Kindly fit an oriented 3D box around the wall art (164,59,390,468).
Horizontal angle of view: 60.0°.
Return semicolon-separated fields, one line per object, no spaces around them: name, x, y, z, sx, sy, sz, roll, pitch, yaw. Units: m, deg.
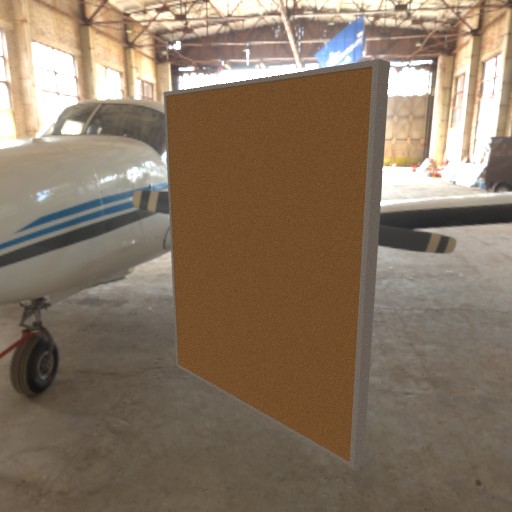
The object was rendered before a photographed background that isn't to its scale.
wall art;0.000;0.000;1.029;0.611;0.763;0.055;13;19;43
